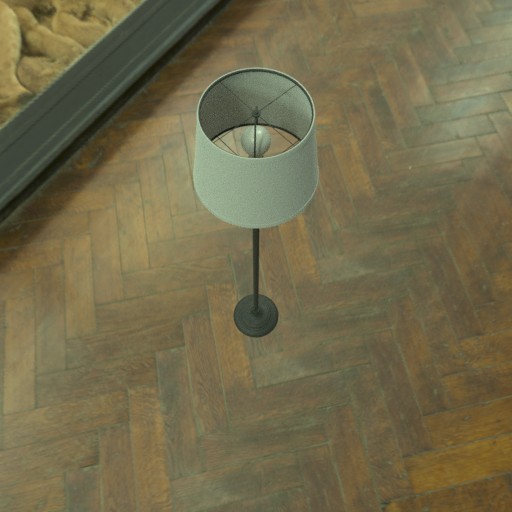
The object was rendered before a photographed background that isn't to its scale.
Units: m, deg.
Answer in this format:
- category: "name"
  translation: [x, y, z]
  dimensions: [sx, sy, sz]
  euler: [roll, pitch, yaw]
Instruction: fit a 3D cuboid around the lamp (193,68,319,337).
- category: "lamp"
  translation: [0.000, 0.000, 1.635]
  dimensions: [0.327, 1.506, 0.327]
  euler: [3, 66, 1]
